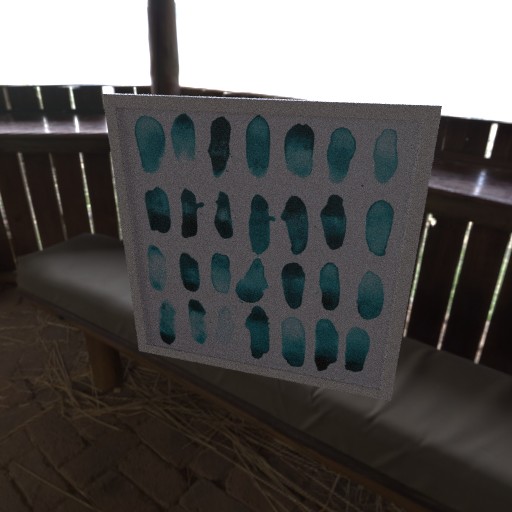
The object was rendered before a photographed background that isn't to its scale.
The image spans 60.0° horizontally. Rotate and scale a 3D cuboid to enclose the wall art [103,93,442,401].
[{"bbox_3d":[0.000,0.000,0.831,0.558,0.559,0.009,7,27,15],"label":"wall art"}]
